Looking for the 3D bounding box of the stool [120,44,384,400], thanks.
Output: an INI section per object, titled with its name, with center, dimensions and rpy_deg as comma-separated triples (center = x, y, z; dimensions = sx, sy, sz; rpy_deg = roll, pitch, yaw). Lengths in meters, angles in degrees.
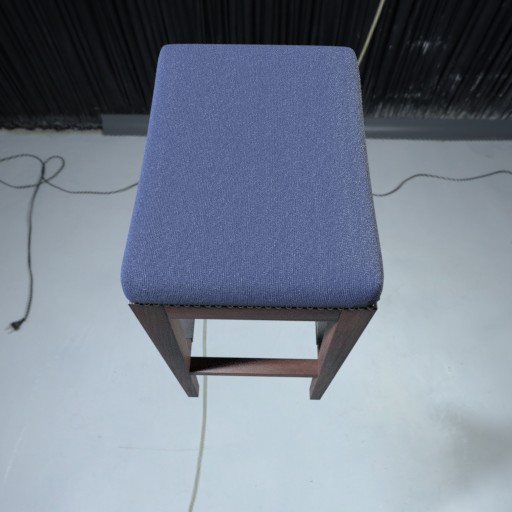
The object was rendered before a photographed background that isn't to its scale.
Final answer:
[stool]
center = 0.000, 0.000, 0.997
dimensions = 0.358, 0.740, 0.498
rpy_deg = 1, 63, 1
